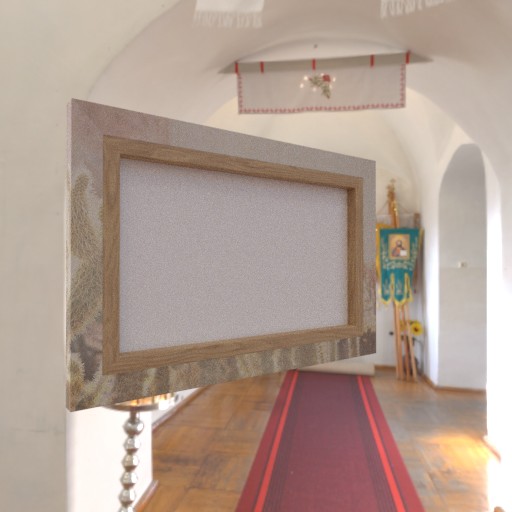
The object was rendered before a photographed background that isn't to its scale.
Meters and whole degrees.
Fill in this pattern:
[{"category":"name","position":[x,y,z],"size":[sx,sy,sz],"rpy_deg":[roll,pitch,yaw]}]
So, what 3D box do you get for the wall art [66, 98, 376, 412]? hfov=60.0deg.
[{"category":"wall art","position":[0.000,0.000,1.143],"size":[0.916,0.608,0.040],"rpy_deg":[0,-1,-36]}]
